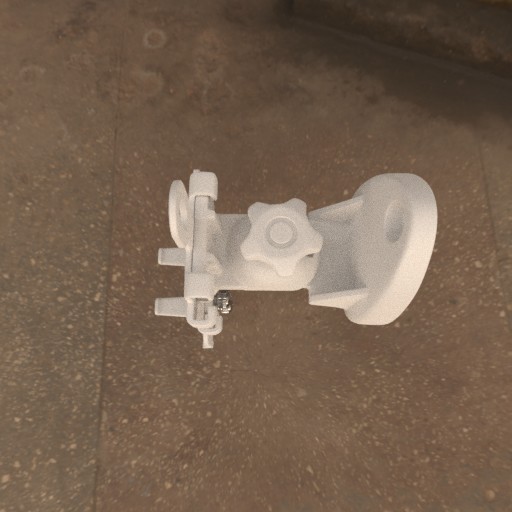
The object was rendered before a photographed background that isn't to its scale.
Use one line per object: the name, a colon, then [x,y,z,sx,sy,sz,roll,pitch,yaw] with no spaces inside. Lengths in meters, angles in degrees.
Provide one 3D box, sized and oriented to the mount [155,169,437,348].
mount: [0.000,0.000,0.174,0.100,0.118,0.066,0,76,0]
